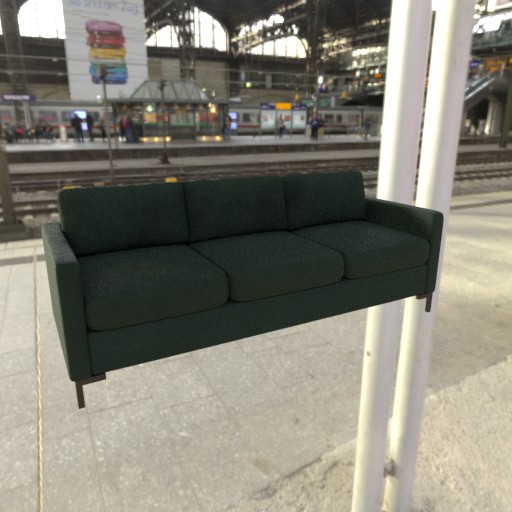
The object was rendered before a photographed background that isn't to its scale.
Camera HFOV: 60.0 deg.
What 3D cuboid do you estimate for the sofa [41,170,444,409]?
[{"bbox_3d":[0.000,0.000,2.628,2.218,0.870,0.859,-9,19,-27],"label":"sofa"}]
